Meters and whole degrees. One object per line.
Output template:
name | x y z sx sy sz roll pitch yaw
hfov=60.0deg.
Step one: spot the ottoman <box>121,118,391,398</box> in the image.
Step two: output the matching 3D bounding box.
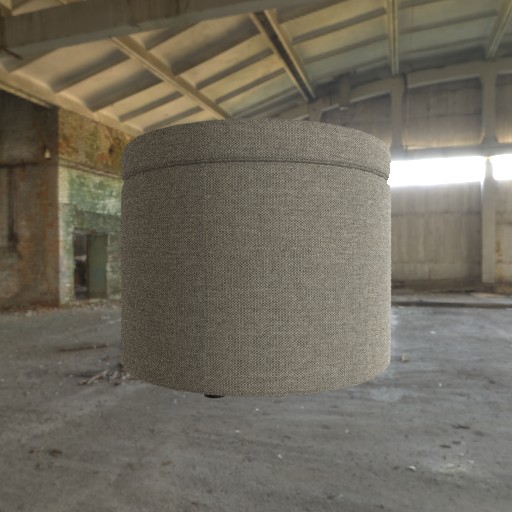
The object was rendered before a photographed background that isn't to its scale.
ottoman | 0.000 0.000 0.859 0.500 0.419 0.500 0 0 0
